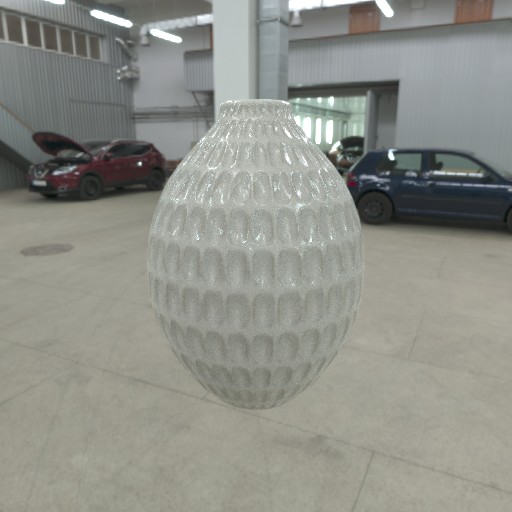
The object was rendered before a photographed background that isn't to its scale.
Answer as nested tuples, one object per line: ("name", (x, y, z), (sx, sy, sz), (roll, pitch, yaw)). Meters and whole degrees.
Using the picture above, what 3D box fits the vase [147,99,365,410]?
("vase", (0.000, 0.000, 0.338), (0.162, 0.223, 0.162), (0, 15, 0))
